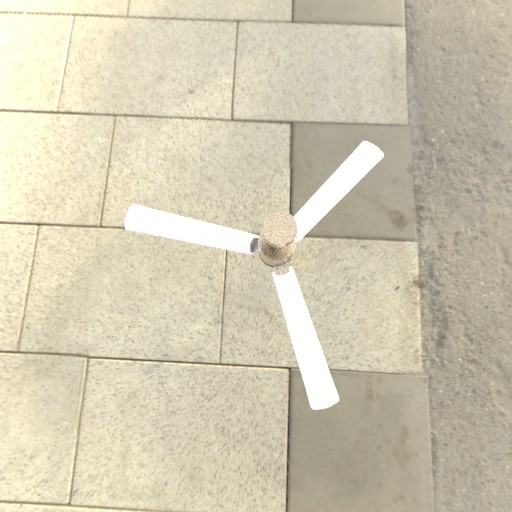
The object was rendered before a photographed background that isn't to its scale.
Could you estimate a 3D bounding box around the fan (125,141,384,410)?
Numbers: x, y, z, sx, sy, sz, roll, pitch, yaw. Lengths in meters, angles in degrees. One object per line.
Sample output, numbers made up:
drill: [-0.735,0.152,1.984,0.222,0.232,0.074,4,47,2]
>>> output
fan: [0.000,0.000,2.327,1.531,0.446,1.561,0,76,0]
